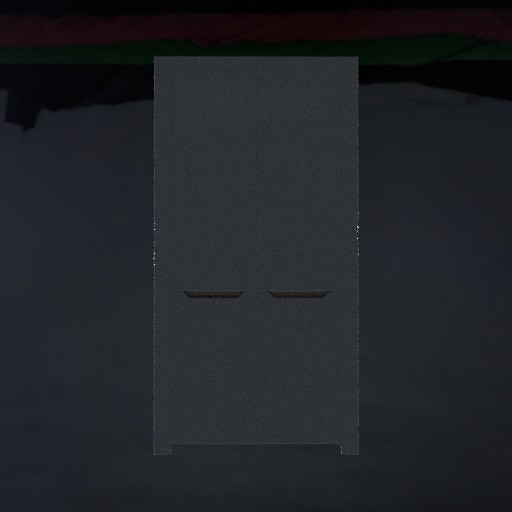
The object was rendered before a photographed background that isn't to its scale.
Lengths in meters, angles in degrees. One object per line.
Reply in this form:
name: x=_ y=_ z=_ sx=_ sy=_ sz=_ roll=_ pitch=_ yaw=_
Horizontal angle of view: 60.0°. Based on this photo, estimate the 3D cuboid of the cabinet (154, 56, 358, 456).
cabinet: x=0.000 y=0.000 z=2.419 sx=0.980 sy=1.920 sz=0.580 roll=0 pitch=0 yaw=0
